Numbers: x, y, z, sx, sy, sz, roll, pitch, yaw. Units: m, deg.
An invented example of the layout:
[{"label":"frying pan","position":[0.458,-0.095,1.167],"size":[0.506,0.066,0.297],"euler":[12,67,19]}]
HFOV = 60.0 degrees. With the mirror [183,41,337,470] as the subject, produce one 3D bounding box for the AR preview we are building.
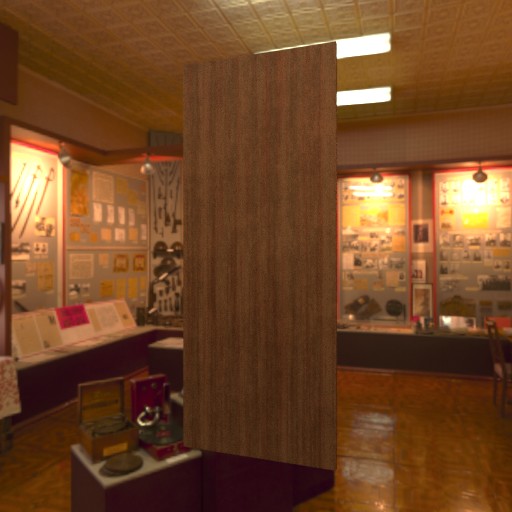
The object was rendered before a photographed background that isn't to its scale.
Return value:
[{"label":"mirror","position":[0.000,0.000,2.241],"size":[0.812,2.032,0.025],"euler":[0,0,19]}]
